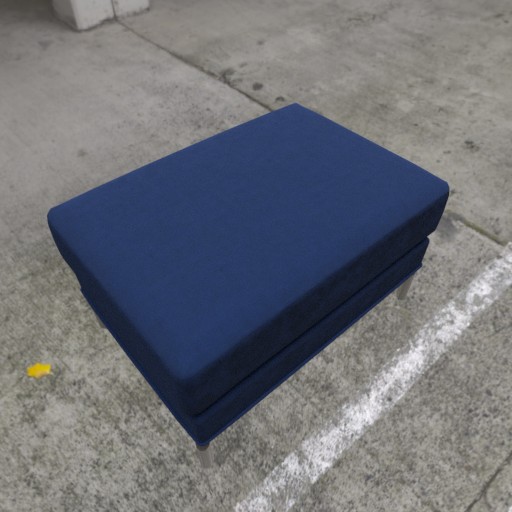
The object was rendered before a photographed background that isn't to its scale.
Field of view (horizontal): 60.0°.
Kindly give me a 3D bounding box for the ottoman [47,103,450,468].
[{"bbox_3d":[0.000,0.000,1.217,0.835,0.498,0.587,-32,54,-27],"label":"ottoman"}]
